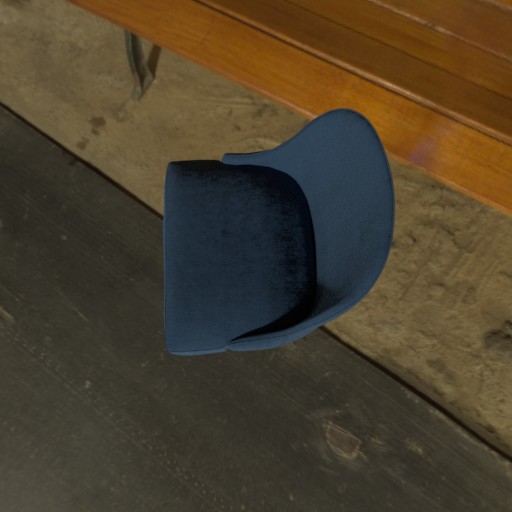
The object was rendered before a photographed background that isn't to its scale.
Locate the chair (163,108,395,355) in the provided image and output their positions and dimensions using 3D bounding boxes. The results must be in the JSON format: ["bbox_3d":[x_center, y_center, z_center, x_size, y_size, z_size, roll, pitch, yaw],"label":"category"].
[{"bbox_3d":[0.000,0.000,1.231,0.489,0.927,0.526,-3,76,-1],"label":"chair"}]
